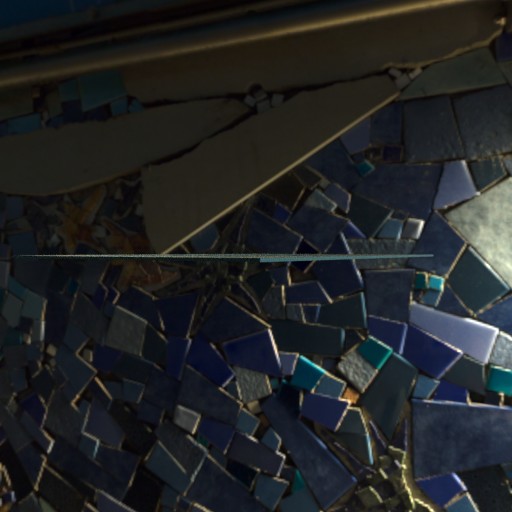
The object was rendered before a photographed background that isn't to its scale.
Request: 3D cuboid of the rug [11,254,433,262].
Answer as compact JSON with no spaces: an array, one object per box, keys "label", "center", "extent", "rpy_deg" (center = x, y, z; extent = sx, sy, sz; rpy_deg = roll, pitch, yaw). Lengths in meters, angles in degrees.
[{"label":"rug","center":[0.000,0.000,2.774],"extent":[1.594,0.013,2.213],"rpy_deg":[0,1,35]}]
